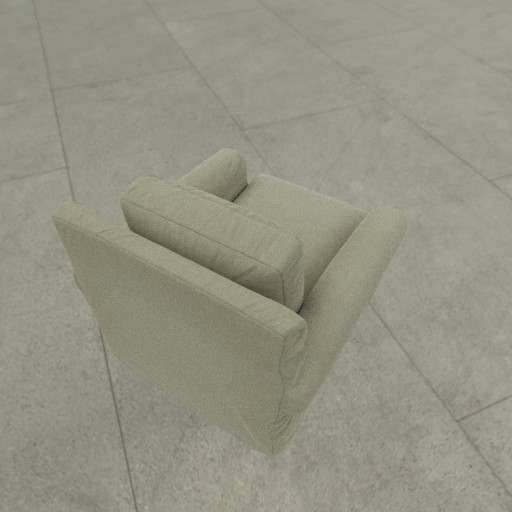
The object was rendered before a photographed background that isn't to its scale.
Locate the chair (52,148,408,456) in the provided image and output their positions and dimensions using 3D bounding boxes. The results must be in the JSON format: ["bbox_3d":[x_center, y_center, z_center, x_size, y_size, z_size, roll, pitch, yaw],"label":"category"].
[{"bbox_3d":[0.000,0.000,1.739,0.940,0.866,1.066,25,51,22],"label":"chair"}]
